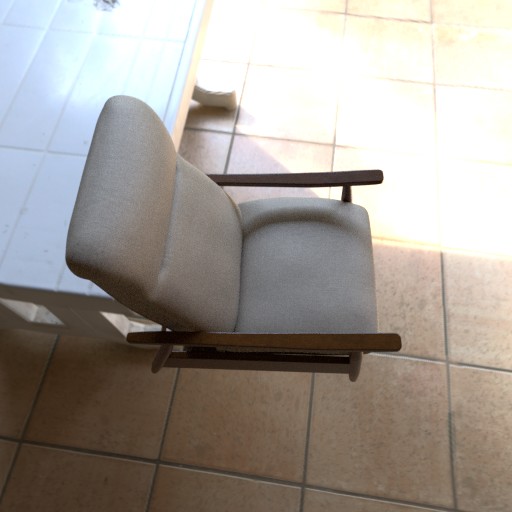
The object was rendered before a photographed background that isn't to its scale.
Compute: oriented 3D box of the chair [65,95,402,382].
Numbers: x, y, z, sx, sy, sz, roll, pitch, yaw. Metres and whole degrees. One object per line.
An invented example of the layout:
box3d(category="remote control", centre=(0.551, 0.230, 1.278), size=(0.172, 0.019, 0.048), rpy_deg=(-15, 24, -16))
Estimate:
box3d(category="chair", centre=(0.000, 0.000, 1.760), size=(1.030, 1.082, 0.762), rpy_deg=(2, 63, 1))
